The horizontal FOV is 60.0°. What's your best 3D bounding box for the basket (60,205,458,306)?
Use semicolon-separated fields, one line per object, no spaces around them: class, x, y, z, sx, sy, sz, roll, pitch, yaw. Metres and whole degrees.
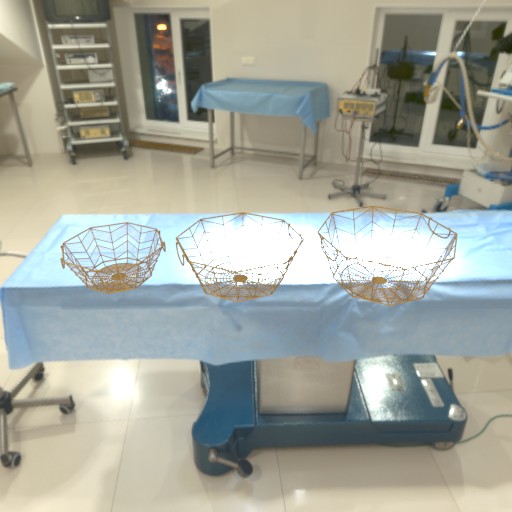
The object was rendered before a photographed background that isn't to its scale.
basket;0.000;0.000;1.426;1.245;0.178;0.432;1;29;1
